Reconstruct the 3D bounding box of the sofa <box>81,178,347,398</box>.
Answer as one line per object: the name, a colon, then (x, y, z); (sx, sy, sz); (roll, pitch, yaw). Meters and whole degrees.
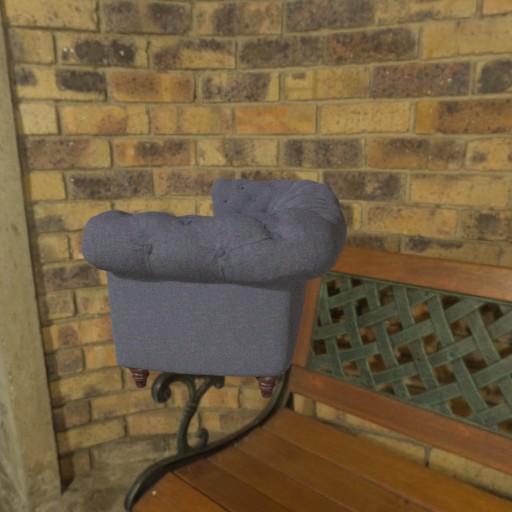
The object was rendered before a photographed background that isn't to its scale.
sofa: (0.000, 0.000, 2.784); (1.046, 0.836, 2.335); (2, 14, 8)
